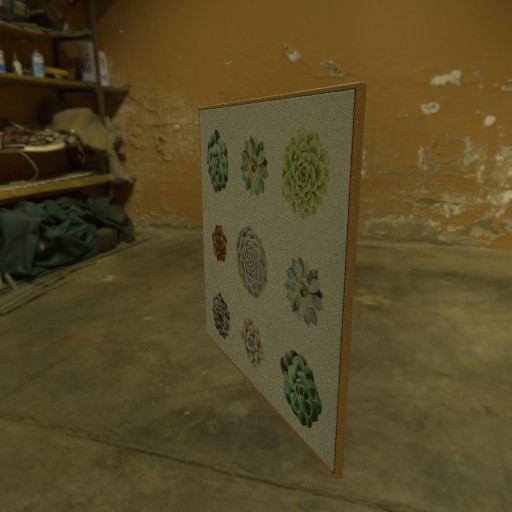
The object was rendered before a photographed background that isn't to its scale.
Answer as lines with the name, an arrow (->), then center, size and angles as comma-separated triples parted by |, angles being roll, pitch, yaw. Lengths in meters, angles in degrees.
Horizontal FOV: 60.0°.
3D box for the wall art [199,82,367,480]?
wall art -> 0.000, 0.000, 0.979 | 0.014, 0.655, 0.657 | -8, 17, -26
